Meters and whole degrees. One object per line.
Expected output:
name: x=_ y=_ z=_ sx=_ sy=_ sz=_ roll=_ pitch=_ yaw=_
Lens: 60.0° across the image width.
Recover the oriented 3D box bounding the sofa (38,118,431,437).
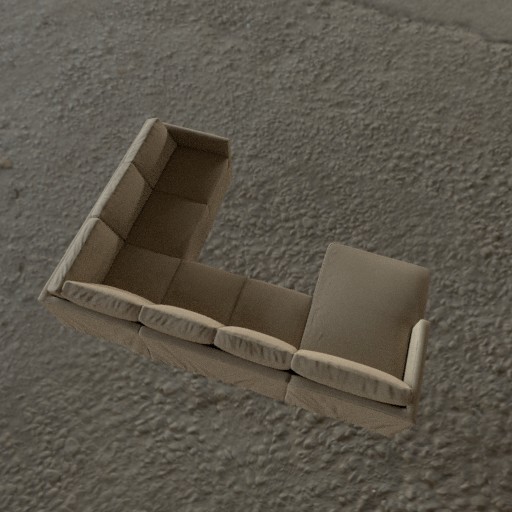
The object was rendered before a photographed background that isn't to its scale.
sofa: x=0.000 y=0.000 z=4.571 sx=3.528 sy=0.878 sz=2.476 roll=16 pitch=62 yaw=9
